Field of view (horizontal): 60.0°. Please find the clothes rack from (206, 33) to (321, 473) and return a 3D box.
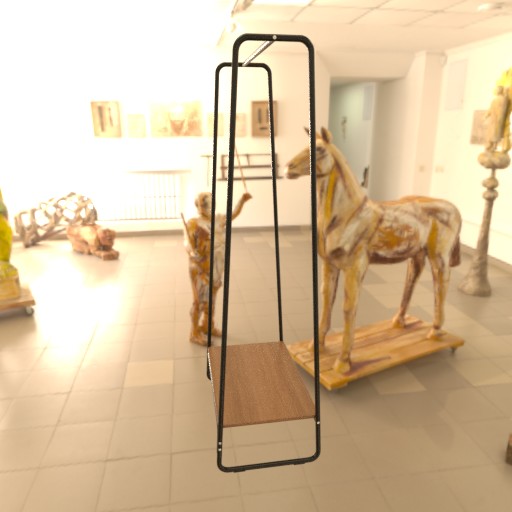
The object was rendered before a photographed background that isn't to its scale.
[{"bbox_3d":[0.000,0.000,1.768,0.400,1.500,0.640,-3,17,-9],"label":"clothes rack"}]
